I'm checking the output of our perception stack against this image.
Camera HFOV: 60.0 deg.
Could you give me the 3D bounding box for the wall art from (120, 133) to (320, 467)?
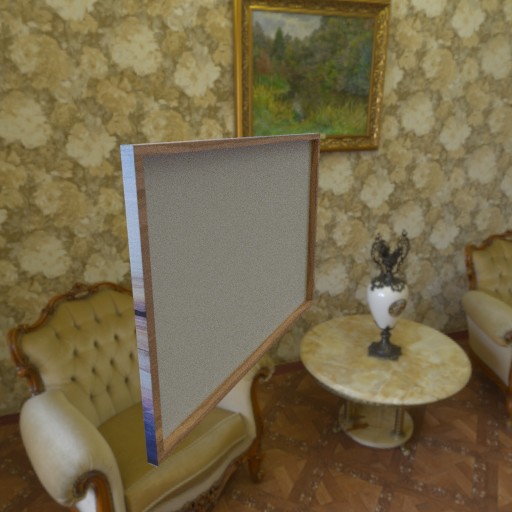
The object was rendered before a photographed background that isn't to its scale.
[{"bbox_3d":[0.000,0.000,1.458,0.034,0.756,1.137,8,19,25],"label":"wall art"}]
